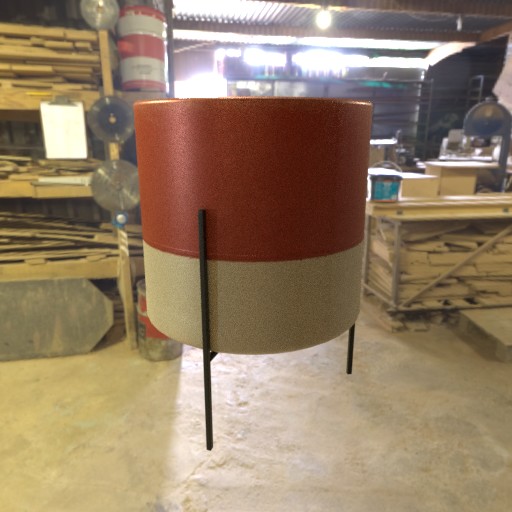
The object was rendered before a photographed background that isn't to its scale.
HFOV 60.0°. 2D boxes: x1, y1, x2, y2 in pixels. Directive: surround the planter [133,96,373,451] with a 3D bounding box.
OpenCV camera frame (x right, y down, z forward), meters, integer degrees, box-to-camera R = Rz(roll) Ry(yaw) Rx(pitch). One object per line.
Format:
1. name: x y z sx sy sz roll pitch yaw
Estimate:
1. planter: 0.000 0.000 0.716 0.354 0.465 0.345 -3 16 -10
